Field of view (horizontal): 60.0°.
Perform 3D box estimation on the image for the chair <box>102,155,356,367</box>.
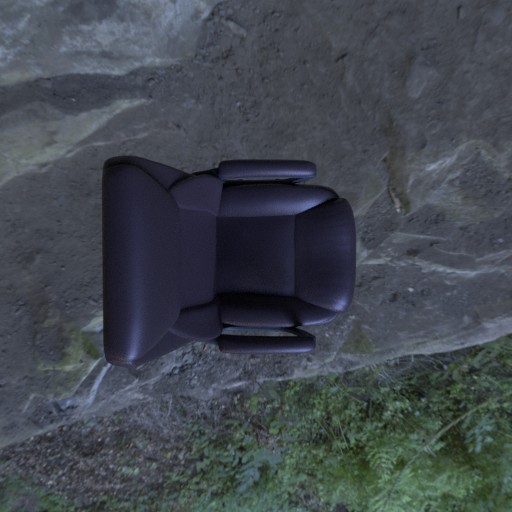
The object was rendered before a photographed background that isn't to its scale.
[{"bbox_3d":[0.000,0.000,1.444,0.655,1.072,0.615,0,92,1],"label":"chair"}]
